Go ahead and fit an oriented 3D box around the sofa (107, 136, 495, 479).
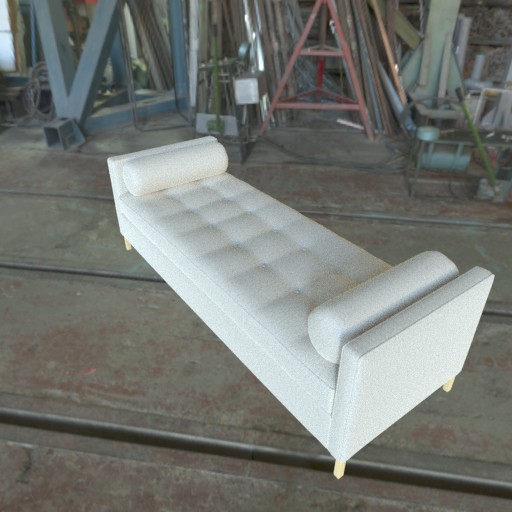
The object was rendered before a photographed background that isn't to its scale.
[{"bbox_3d":[0.000,0.000,2.256,0.746,0.641,1.985,-22,39,-30],"label":"sofa"}]
